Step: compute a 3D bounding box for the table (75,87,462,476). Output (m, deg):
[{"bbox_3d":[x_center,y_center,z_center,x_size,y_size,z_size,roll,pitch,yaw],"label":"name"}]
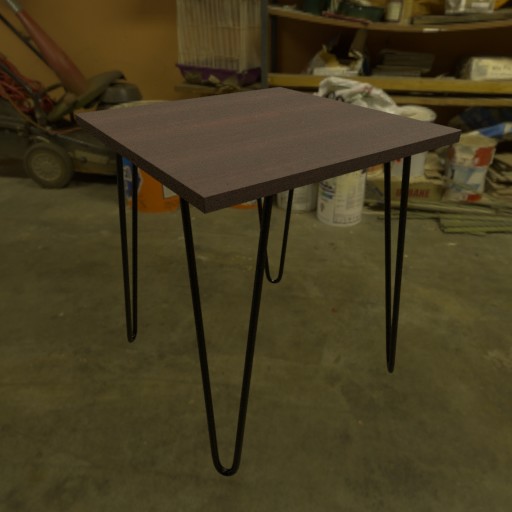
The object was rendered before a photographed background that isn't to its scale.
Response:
[{"bbox_3d":[0.000,0.000,0.935,0.495,0.559,0.495,-20,36,-30],"label":"table"}]
